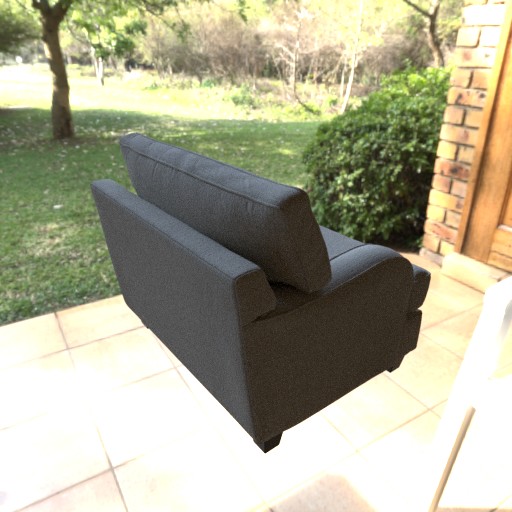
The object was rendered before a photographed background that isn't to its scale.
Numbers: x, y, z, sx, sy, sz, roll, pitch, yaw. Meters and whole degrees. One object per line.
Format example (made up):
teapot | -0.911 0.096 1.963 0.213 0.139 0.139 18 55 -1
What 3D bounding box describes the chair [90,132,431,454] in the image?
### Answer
chair | 0.000 0.000 2.032 1.041 1.016 1.220 -18 31 -33
